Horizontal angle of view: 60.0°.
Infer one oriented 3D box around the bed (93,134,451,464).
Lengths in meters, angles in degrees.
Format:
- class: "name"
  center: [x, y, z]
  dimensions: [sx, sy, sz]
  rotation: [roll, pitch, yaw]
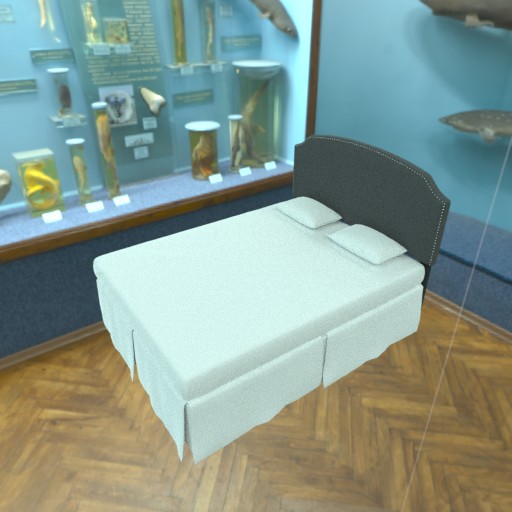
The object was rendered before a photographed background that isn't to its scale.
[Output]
- class: "bed"
  center: [0.000, 0.000, 3.109]
  dimensions: [1.999, 1.270, 1.558]
  rotation: [-20, 36, -29]
